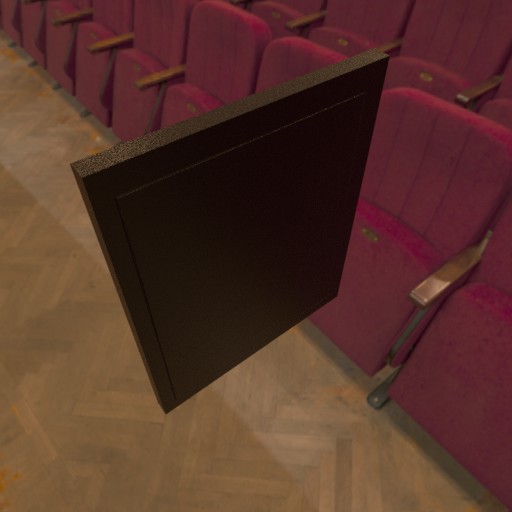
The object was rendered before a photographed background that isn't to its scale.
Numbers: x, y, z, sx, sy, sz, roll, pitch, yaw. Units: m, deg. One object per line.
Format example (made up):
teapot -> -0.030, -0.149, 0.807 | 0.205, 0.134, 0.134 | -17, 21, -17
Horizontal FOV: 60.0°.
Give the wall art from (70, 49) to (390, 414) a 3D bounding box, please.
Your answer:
wall art -> 0.000, 0.000, 0.747 | 0.461, 0.558, 0.031 | -30, 54, -25
